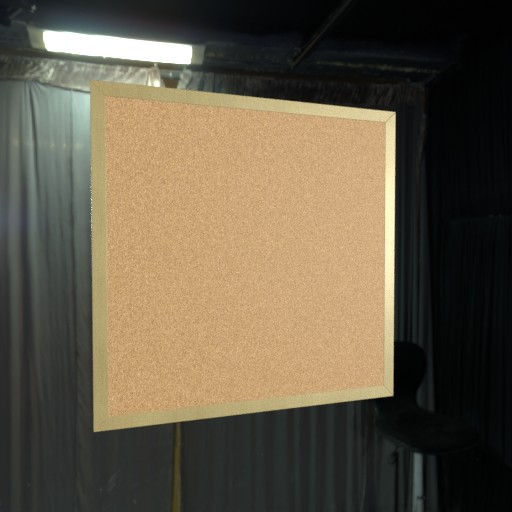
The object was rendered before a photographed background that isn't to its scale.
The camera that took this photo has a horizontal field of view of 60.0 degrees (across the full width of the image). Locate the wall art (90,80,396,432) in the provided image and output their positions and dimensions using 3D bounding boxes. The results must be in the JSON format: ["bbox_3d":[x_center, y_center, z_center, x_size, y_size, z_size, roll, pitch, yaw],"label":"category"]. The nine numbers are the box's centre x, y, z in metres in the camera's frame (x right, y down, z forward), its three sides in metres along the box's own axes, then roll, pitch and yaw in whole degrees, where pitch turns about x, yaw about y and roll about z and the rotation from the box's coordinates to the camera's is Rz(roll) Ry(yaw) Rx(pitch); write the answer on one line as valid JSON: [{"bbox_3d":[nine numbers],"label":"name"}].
[{"bbox_3d":[0.000,0.000,0.733,0.508,0.508,0.038,0,2,-18],"label":"wall art"}]
